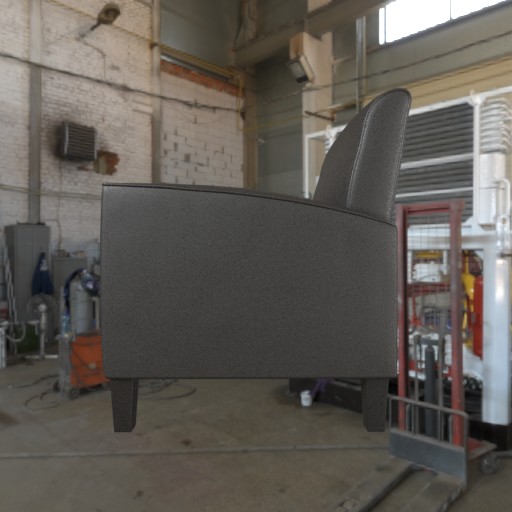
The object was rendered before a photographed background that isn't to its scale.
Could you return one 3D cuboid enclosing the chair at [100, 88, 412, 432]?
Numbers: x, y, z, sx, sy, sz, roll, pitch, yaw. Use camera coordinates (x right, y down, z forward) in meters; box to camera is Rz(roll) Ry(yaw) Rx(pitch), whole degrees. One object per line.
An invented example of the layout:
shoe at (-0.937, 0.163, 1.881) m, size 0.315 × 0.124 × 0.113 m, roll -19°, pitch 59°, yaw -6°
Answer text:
chair at (0.000, 0.000, 1.528) m, size 0.819 × 0.916 × 0.820 m, roll 0°, pitch 0°, yaw 0°
